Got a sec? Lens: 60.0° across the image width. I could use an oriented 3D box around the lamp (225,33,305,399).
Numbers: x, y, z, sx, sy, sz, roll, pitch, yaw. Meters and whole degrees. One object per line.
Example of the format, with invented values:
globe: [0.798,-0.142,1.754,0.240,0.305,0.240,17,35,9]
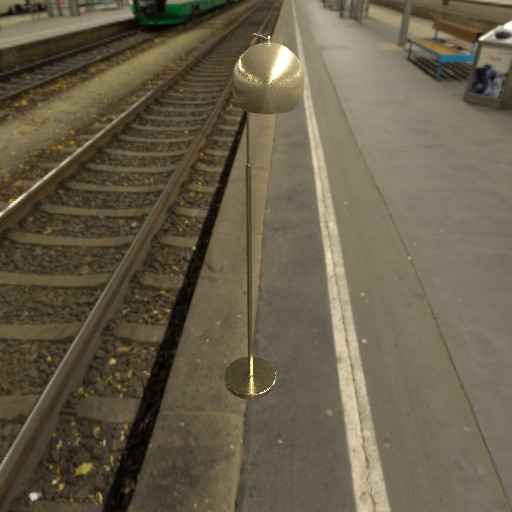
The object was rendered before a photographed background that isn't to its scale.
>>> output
lamp: [0.000,0.000,1.686,0.250,1.526,0.431,-9,33,-15]
